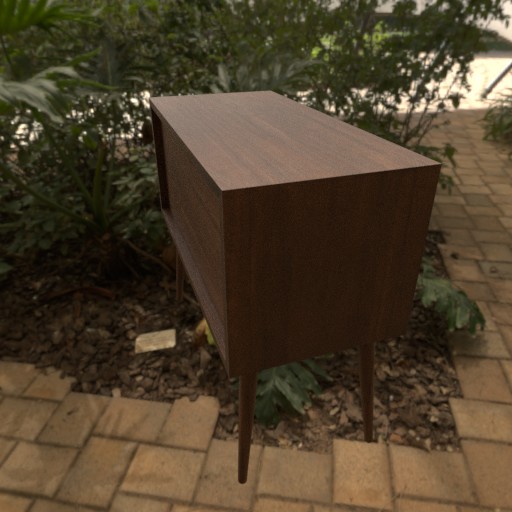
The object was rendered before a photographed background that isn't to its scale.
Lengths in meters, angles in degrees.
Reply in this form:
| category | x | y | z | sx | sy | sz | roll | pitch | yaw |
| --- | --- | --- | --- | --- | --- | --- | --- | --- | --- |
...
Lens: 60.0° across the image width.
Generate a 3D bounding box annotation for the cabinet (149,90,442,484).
| category | x | y | z | sx | sy | sz | roll | pitch | yaw |
| --- | --- | --- | --- | --- | --- | --- | --- | --- | --- |
| cabinet | 0.000 | 0.000 | 1.101 | 0.354 | 0.654 | 0.743 | -10 | 31 | -17 |
